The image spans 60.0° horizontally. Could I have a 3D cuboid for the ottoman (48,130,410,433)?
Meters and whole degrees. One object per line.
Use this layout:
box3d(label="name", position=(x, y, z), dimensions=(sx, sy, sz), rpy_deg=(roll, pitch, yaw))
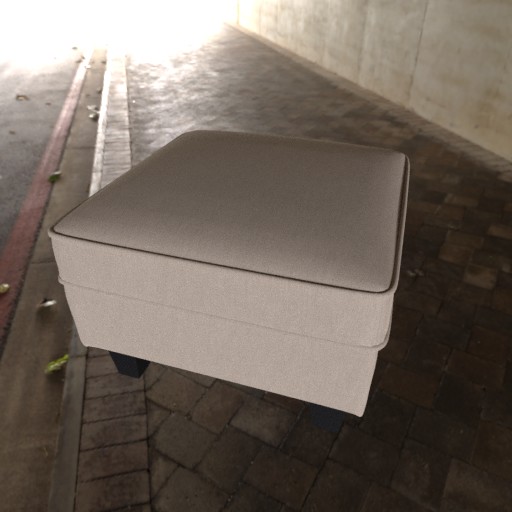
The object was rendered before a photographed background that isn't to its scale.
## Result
box3d(label="ottoman", position=(0.000, 0.000, 1.026), dimensions=(0.613, 0.438, 0.616), rpy_deg=(10, 35, 15))
